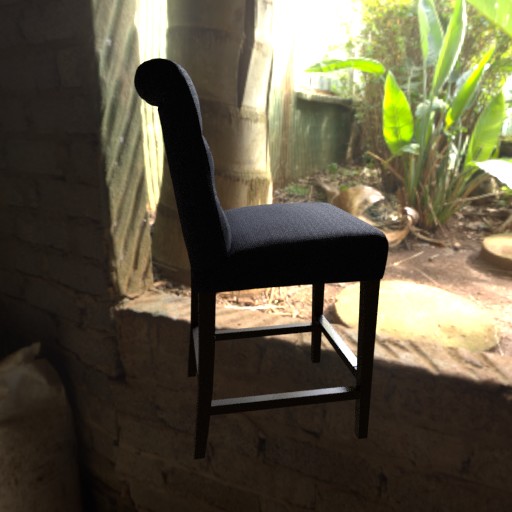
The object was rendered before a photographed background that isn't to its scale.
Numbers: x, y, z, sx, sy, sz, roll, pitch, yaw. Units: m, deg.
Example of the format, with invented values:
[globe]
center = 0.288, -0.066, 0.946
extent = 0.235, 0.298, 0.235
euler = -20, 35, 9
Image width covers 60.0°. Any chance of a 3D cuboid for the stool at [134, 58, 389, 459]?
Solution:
[stool]
center = 0.000, 0.000, 1.301
extent = 0.601, 1.010, 0.493
euler = -3, 17, -10
